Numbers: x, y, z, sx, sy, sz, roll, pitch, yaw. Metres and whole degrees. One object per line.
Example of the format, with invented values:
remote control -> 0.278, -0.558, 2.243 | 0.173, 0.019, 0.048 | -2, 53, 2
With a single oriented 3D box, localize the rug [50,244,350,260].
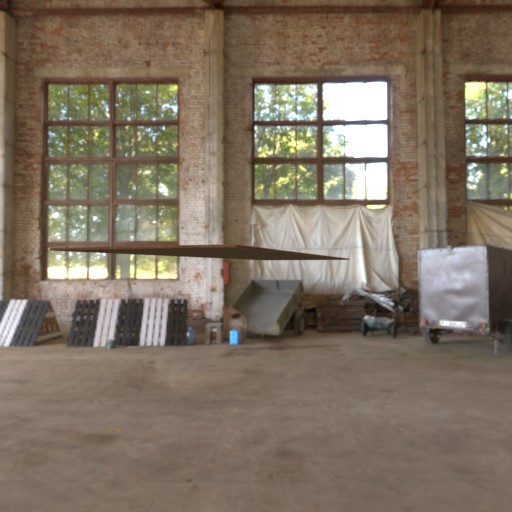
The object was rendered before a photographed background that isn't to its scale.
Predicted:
rug -> 0.000, 0.000, 2.679 | 0.769, 0.012, 2.448 | -1, -2, 20
